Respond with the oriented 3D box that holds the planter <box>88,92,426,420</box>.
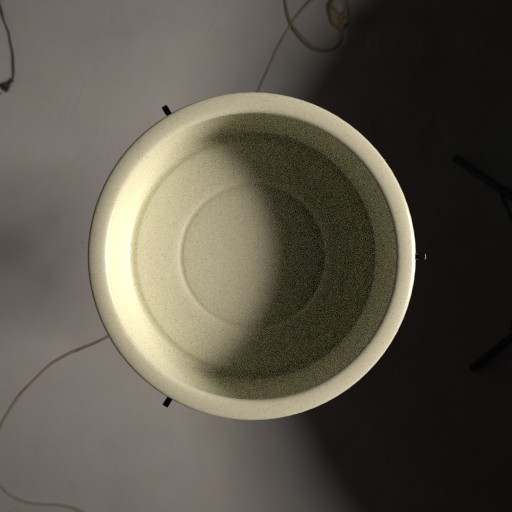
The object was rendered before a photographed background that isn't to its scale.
[{"bbox_3d":[0.000,0.000,0.534,0.345,0.171,0.336,0,90,0],"label":"planter"}]
